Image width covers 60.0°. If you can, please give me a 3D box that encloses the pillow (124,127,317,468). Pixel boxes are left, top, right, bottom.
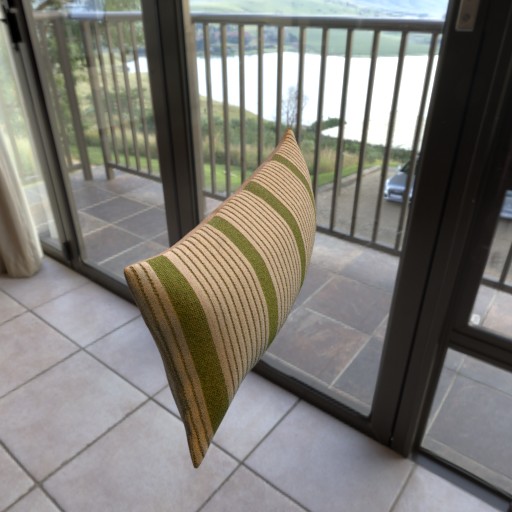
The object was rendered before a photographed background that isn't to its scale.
[{"bbox_3d":[0.000,0.000,0.748,0.156,0.292,0.608,10,32,17],"label":"pillow"}]
